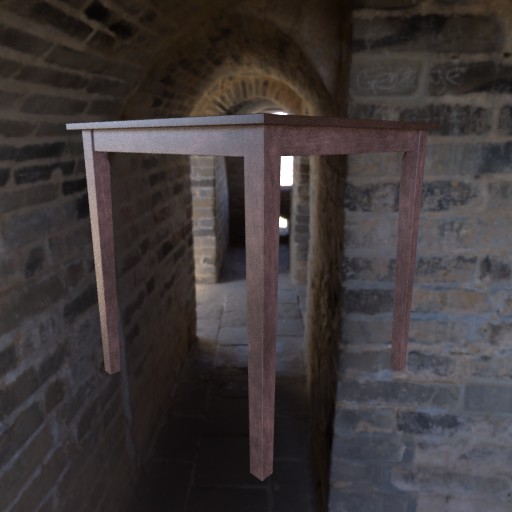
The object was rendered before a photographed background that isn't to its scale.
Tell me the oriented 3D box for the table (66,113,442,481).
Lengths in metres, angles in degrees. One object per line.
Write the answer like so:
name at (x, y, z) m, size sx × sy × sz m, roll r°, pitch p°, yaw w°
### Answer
table at (0.000, 0.000, 1.345) m, size 0.749 × 0.770 × 0.749 m, roll 14°, pitch 20°, yaw 42°
